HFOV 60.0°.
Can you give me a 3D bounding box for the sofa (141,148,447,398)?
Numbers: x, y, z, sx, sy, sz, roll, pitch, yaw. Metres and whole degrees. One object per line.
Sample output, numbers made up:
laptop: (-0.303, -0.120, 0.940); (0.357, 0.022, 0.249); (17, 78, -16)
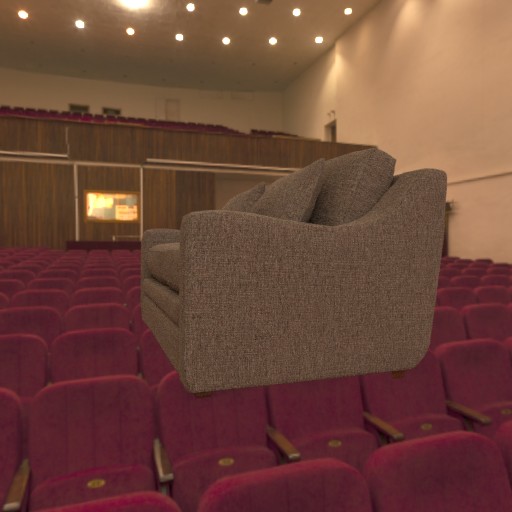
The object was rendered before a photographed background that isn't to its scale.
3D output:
sofa: (0.000, 0.000, 2.472); (1.120, 0.991, 1.778); (0, 1, -19)
